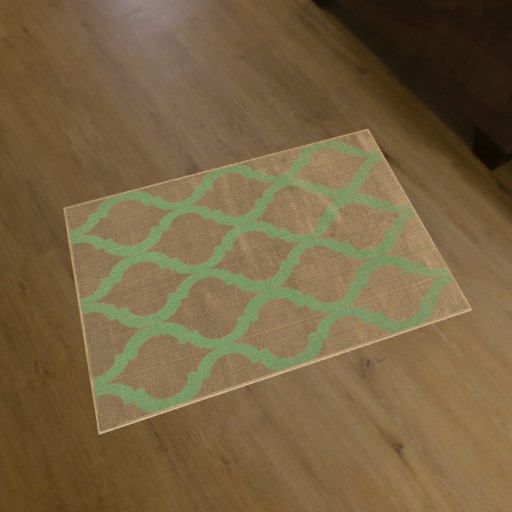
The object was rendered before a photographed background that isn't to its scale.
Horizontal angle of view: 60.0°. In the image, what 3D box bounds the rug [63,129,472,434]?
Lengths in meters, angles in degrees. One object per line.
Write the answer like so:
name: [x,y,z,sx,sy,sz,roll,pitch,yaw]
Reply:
rug: [0.000,0.000,2.880,2.286,0.006,1.524,-16,64,-8]
